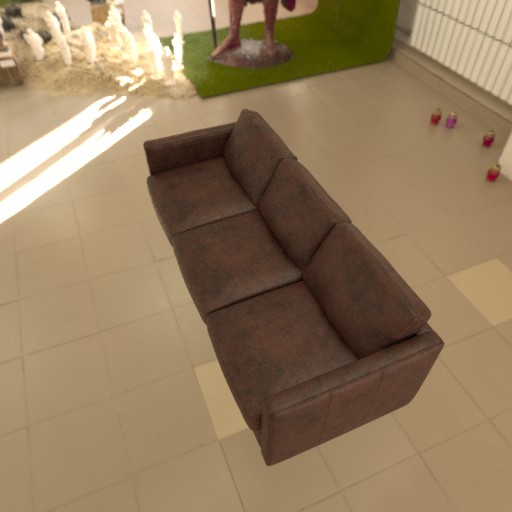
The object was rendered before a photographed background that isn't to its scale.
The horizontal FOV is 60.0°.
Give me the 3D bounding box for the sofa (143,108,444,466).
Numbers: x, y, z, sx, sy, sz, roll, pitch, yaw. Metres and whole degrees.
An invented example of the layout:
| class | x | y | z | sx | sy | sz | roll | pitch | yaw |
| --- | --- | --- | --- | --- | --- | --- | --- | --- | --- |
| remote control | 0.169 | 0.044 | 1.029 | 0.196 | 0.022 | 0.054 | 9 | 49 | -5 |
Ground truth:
| class | x | y | z | sx | sy | sz | roll | pitch | yaw |
| --- | --- | --- | --- | --- | --- | --- | --- | --- | --- |
| sofa | 0.000 | 0.000 | 3.078 | 1.045 | 1.006 | 2.464 | -17 | 49 | -16 |
